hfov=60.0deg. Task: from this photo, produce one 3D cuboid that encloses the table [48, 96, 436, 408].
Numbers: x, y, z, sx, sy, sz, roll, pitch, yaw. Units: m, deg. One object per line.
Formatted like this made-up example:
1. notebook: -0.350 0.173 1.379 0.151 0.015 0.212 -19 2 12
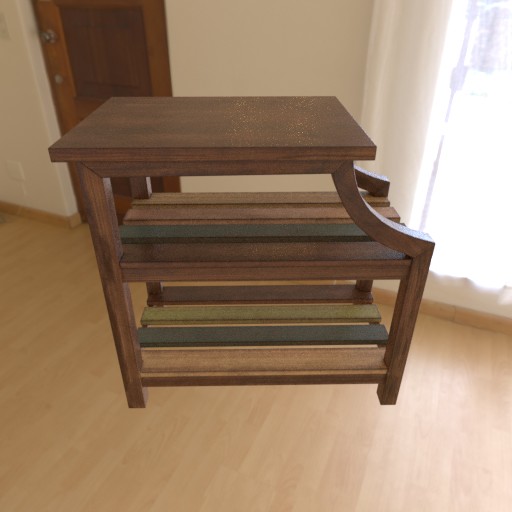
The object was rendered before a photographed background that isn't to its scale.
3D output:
1. table: 0.000 0.000 0.948 0.609 0.584 0.356 -1 31 -1
